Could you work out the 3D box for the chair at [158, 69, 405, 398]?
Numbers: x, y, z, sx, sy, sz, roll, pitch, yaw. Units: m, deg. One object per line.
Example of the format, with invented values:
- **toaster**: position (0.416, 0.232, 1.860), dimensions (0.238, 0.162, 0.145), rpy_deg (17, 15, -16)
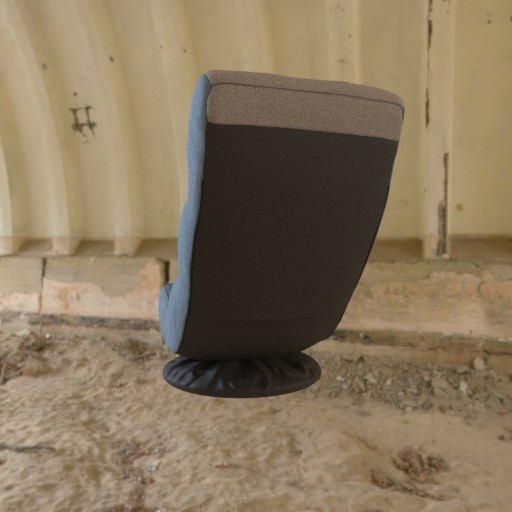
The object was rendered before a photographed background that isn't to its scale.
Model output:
- **chair**: position (0.000, 0.000, 1.073), dimensions (0.420, 0.641, 0.661), rpy_deg (0, 0, -18)
